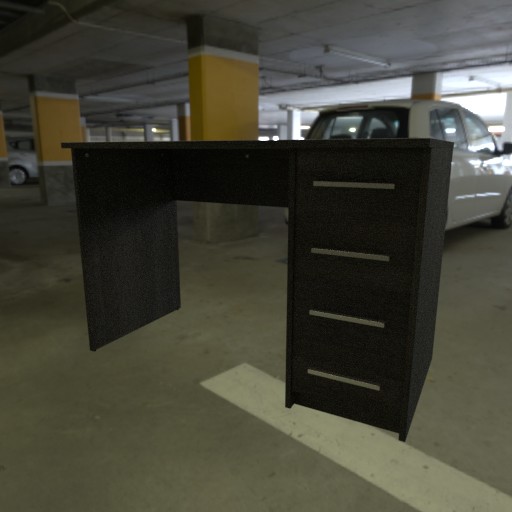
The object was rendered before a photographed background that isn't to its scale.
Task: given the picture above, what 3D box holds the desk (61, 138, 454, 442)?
[{"bbox_3d":[0.000,0.000,1.468,1.096,0.730,0.560,7,15,27],"label":"desk"}]
